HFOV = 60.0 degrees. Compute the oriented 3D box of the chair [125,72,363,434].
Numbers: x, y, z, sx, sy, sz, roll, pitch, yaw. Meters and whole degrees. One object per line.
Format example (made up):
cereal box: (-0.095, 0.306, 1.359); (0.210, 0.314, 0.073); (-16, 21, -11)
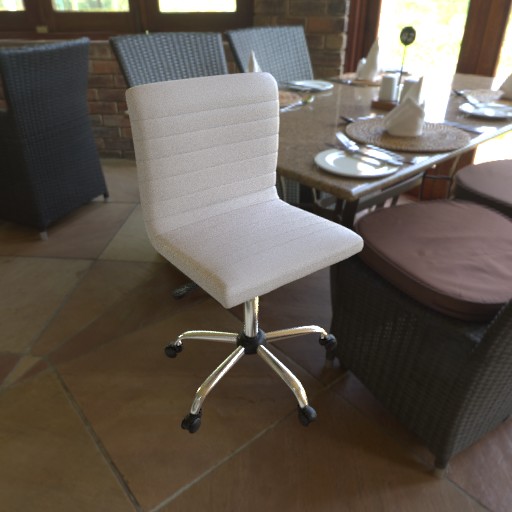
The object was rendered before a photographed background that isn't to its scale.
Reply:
chair: (0.000, 0.000, 1.042); (0.520, 0.750, 0.455); (-21, 36, -31)
